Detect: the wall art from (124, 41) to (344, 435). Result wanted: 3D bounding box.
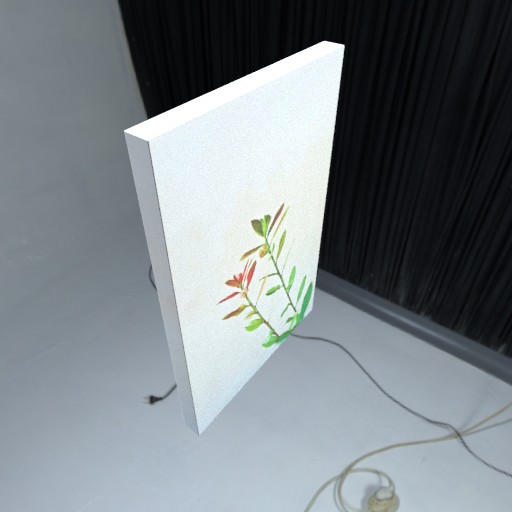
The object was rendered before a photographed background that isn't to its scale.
[{"bbox_3d":[0.000,0.000,0.779,0.038,0.611,0.408,27,48,27],"label":"wall art"}]
